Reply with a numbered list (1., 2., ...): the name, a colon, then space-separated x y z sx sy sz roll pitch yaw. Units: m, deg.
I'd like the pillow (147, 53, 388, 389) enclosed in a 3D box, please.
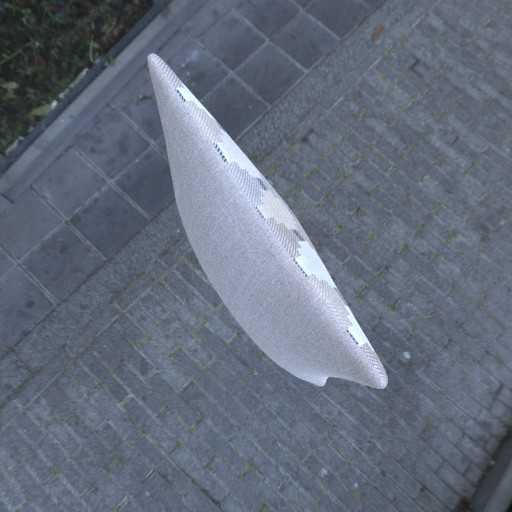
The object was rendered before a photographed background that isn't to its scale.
1. pillow: 0.000 0.000 0.841 0.192 0.558 0.578 -32 77 -8
